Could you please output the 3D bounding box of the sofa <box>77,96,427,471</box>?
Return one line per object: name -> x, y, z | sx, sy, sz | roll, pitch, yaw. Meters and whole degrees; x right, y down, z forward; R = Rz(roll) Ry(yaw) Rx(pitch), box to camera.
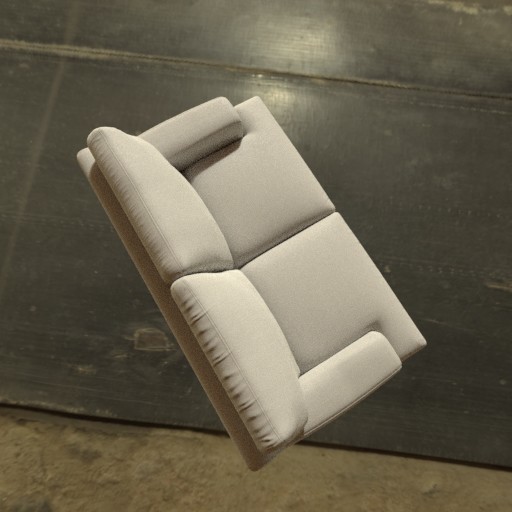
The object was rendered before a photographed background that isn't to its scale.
sofa -> 0.000, 0.000, 2.496 | 1.143, 0.940, 1.880 | -30, 78, -7
